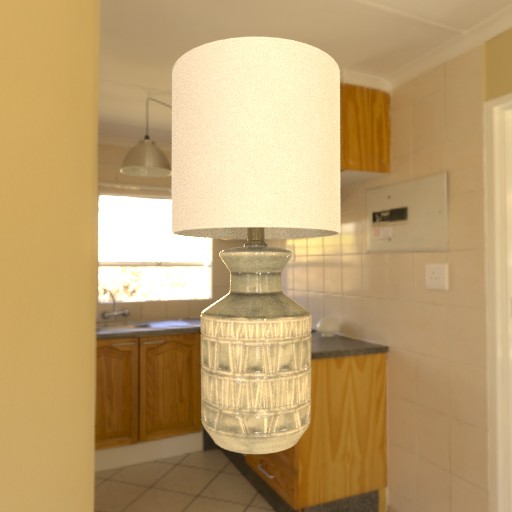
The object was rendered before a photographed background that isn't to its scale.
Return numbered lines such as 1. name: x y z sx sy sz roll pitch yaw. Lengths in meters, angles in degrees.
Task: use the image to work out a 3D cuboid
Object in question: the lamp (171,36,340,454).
1. lamp: 0.000 0.000 0.563 0.211 0.455 0.211 1 -2 -35
